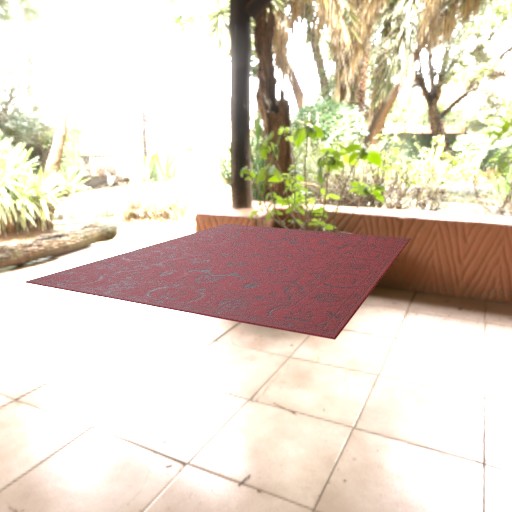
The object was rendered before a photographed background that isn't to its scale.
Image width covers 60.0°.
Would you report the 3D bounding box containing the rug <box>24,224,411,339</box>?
[{"bbox_3d":[0.000,0.000,3.988,2.300,0.012,2.929,6,15,25],"label":"rug"}]
